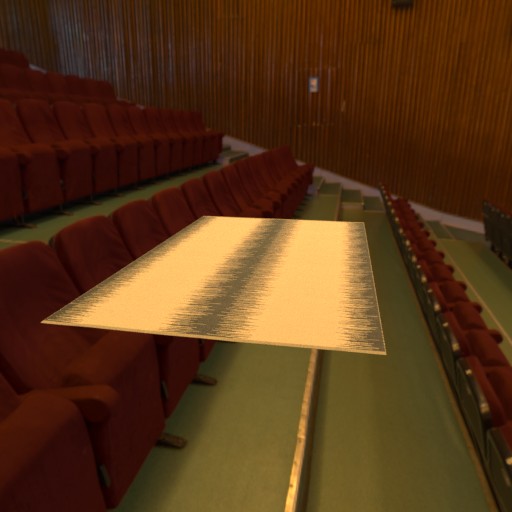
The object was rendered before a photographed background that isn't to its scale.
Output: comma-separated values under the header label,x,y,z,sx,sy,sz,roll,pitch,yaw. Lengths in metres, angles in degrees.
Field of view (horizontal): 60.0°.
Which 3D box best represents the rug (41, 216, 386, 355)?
label,x,y,z,sx,sy,sz,roll,pitch,yaw
rug,0.000,0.000,3.020,1.519,0.003,2.453,3,17,11
